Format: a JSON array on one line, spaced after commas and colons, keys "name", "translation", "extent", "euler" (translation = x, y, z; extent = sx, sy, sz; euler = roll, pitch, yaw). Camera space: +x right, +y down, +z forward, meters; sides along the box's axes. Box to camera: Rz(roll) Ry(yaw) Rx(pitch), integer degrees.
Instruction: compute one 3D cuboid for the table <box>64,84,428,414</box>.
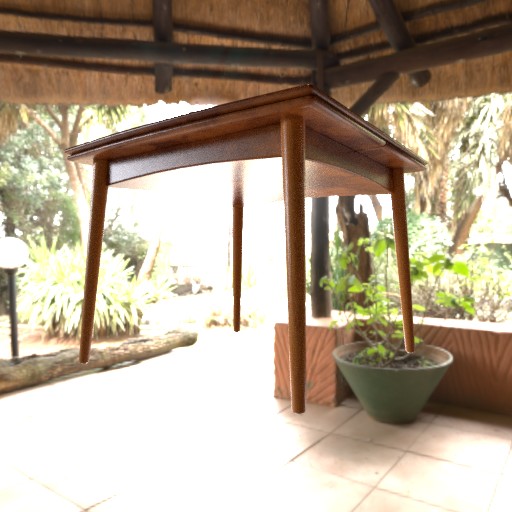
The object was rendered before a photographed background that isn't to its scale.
[{"name": "table", "translation": [0.000, 0.000, 1.644], "extent": [0.991, 0.754, 0.991], "euler": [-1, -1, 36]}]
